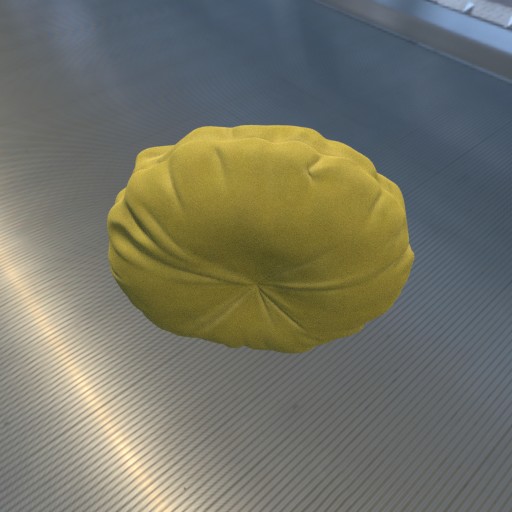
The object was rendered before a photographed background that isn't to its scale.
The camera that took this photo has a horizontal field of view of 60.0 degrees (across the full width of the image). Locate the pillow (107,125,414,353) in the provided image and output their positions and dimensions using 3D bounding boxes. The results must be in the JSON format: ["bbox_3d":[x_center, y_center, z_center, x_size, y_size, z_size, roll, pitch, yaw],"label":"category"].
[{"bbox_3d":[0.000,0.000,0.632,0.428,0.407,0.148,3,48,2],"label":"pillow"}]
